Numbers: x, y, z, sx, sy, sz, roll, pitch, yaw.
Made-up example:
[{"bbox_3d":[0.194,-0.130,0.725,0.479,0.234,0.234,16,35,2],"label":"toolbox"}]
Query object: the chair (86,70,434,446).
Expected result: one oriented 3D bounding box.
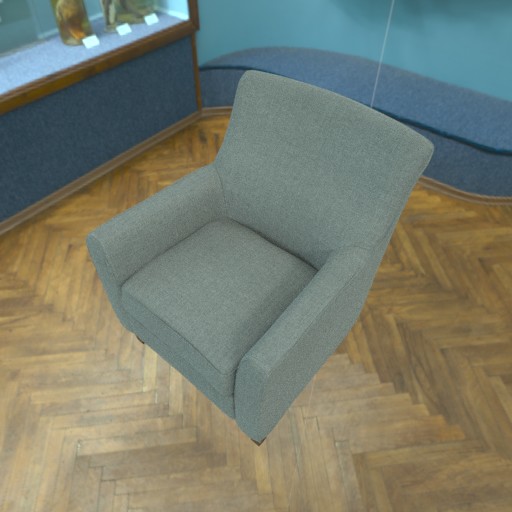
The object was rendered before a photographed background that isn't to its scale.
[{"bbox_3d":[0.000,0.000,1.830,0.887,1.047,0.993,33,55,26],"label":"chair"}]
